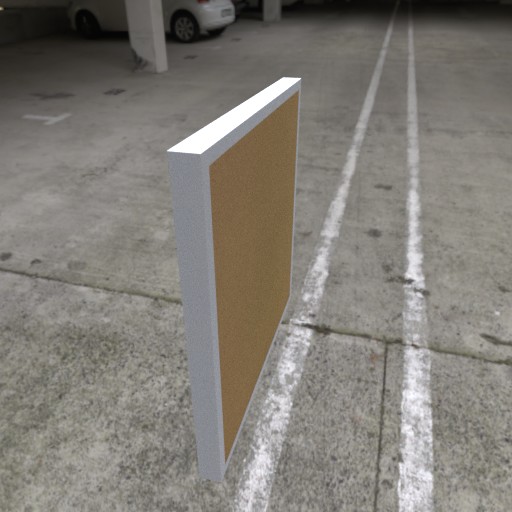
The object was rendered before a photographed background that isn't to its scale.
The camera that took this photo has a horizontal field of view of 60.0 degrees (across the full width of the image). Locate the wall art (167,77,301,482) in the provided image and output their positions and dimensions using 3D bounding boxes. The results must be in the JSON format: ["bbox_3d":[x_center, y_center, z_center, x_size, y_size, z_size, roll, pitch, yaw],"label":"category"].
[{"bbox_3d":[0.000,0.000,0.763,0.035,0.507,0.508,8,31,14],"label":"wall art"}]
